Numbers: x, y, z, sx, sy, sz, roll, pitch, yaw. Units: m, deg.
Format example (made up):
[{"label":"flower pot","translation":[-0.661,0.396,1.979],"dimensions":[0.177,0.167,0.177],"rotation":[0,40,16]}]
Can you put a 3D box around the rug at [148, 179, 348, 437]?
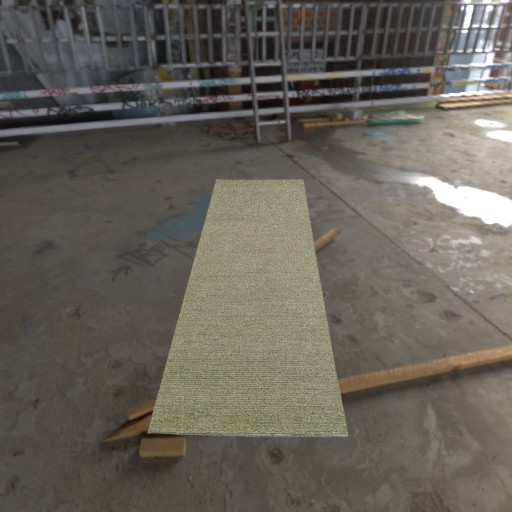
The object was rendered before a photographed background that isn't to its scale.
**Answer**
[{"label":"rug","translation":[0.000,0.000,2.498],"dimensions":[0.686,0.013,2.340],"rotation":[1,31,1]}]
